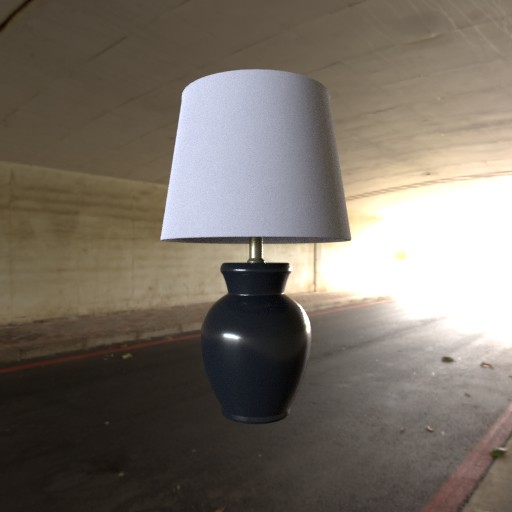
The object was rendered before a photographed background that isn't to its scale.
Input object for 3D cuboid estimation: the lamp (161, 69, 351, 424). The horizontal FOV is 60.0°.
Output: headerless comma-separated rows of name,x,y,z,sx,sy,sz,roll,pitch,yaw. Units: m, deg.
lamp,0.000,0.000,0.568,0.239,0.399,0.239,0,0,0
